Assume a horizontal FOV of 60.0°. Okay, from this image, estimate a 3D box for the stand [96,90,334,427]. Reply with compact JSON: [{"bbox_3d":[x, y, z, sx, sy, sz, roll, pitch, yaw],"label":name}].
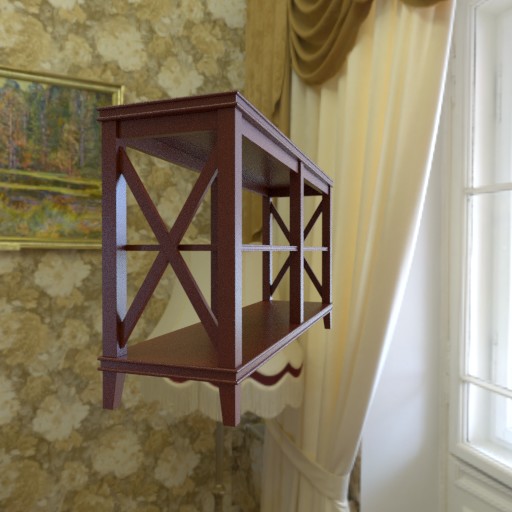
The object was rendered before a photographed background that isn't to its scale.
[{"bbox_3d":[0.000,0.000,1.704,0.381,0.762,1.372,0,1,19],"label":"stand"}]
